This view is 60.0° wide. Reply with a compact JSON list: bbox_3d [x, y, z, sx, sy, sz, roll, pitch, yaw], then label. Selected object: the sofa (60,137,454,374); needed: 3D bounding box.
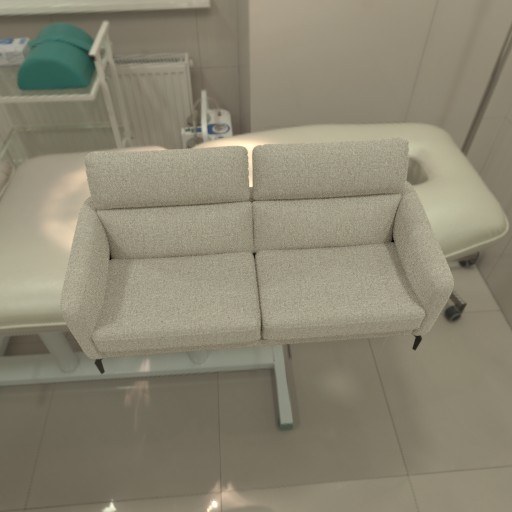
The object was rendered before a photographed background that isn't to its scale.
[{"bbox_3d":[0.000,0.000,2.510,2.015,0.956,0.856,-4,48,-3],"label":"sofa"}]
